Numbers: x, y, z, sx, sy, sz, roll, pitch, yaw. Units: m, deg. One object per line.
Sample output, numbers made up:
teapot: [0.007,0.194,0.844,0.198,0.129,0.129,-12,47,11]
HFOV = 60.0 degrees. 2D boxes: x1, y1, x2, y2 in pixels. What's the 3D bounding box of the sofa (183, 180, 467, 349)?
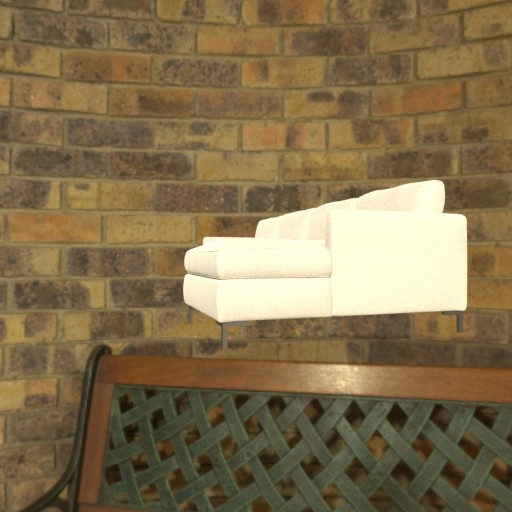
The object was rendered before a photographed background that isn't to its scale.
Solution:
sofa: [0.000,0.000,2.864,1.126,0.677,2.445,0,0,-19]
